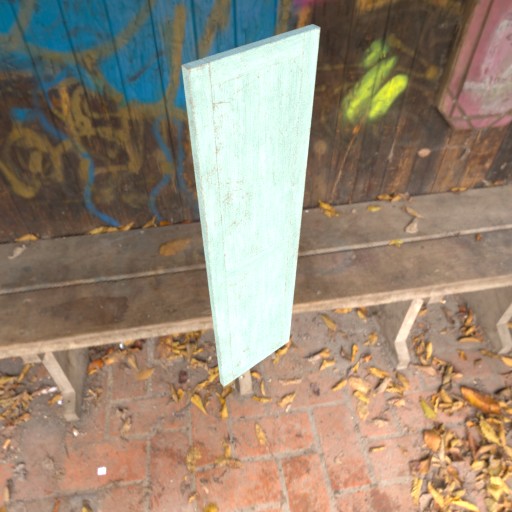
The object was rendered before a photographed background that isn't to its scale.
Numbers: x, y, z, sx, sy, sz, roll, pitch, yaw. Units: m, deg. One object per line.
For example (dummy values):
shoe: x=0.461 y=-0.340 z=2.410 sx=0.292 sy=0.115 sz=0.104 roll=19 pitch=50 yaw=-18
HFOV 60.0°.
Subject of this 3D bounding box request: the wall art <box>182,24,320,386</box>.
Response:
wall art: x=0.000 y=0.000 z=1.320 sx=0.329 sy=1.219 sz=0.025 roll=-30 pitch=53 yaw=-25
